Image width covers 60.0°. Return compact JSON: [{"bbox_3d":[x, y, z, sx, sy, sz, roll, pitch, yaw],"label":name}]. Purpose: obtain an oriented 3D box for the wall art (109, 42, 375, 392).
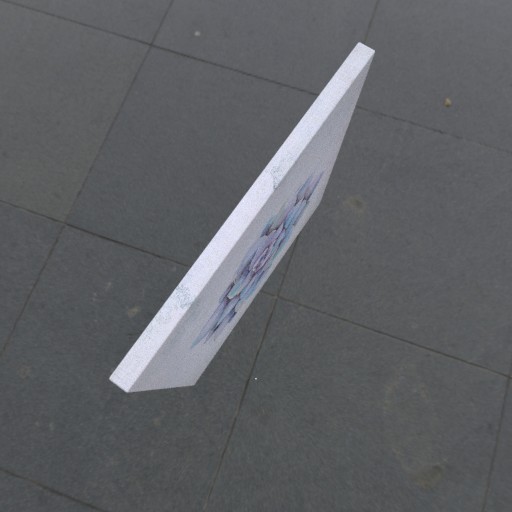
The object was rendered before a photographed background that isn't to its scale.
[{"bbox_3d":[0.000,0.000,1.138,0.038,0.762,0.762,33,77,9],"label":"wall art"}]
